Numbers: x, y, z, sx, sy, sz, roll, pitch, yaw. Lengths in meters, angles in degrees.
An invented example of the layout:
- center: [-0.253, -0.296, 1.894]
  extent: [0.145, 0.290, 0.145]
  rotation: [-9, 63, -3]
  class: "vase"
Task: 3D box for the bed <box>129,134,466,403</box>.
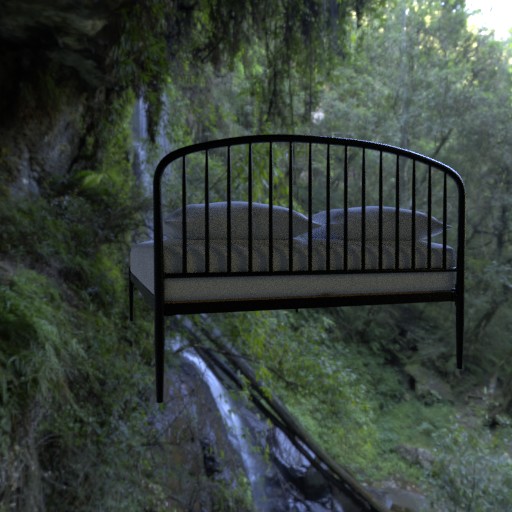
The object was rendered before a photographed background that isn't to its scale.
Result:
- center: [0.000, 0.000, 3.098]
  extent: [1.618, 1.166, 2.159]
  rotation: [0, 1, -19]
  class: "bed"
